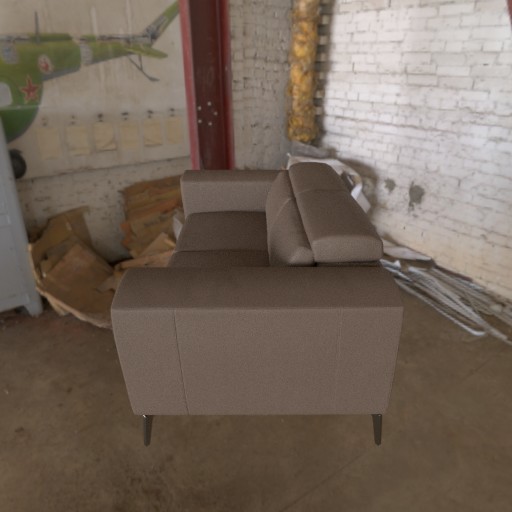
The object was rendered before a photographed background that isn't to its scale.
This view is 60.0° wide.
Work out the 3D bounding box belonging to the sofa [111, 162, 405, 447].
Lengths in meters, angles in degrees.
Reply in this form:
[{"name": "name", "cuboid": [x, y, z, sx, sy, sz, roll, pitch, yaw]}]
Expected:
[{"name": "sofa", "cuboid": [0.000, 0.000, 2.398, 1.003, 0.779, 1.895, 0, 25, 0]}]
